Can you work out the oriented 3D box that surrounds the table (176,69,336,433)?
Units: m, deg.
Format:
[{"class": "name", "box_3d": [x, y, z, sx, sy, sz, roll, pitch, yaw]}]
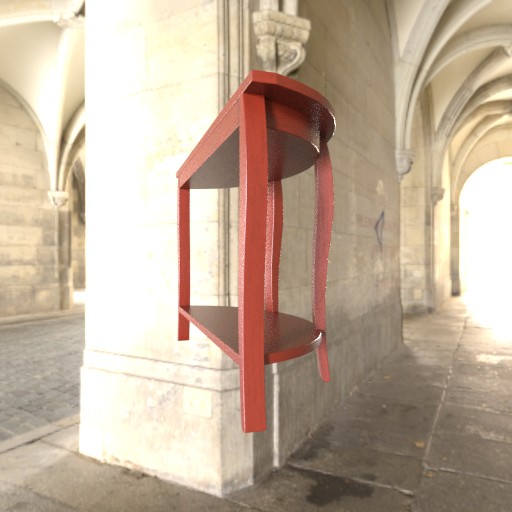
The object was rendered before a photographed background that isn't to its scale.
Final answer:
[{"class": "table", "box_3d": [0.000, 0.000, 1.563, 0.405, 0.779, 1.219, 0, 0, -18]}]
